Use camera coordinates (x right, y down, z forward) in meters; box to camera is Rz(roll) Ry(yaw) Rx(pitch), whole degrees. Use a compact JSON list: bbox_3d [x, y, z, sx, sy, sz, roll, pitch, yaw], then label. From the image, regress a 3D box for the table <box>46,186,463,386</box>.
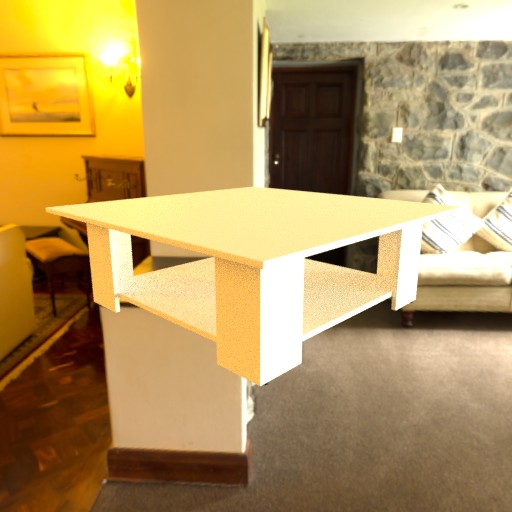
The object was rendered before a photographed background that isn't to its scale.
[{"bbox_3d":[0.000,0.000,1.374,0.890,0.305,0.890,14,20,42],"label":"table"}]
